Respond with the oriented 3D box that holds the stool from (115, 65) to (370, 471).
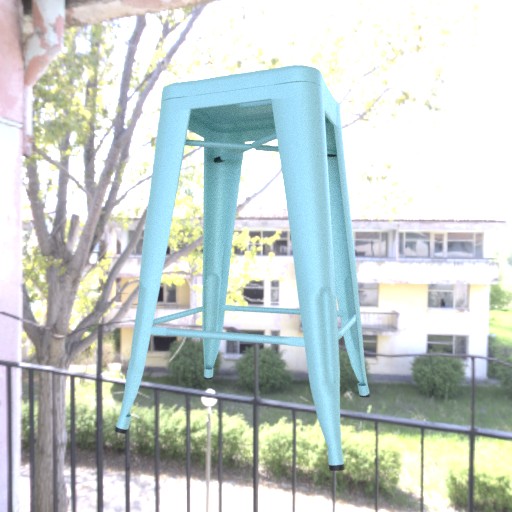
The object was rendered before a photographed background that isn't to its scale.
[{"bbox_3d":[0.000,0.000,0.857,0.399,0.609,0.359,0,1,20],"label":"stool"}]
